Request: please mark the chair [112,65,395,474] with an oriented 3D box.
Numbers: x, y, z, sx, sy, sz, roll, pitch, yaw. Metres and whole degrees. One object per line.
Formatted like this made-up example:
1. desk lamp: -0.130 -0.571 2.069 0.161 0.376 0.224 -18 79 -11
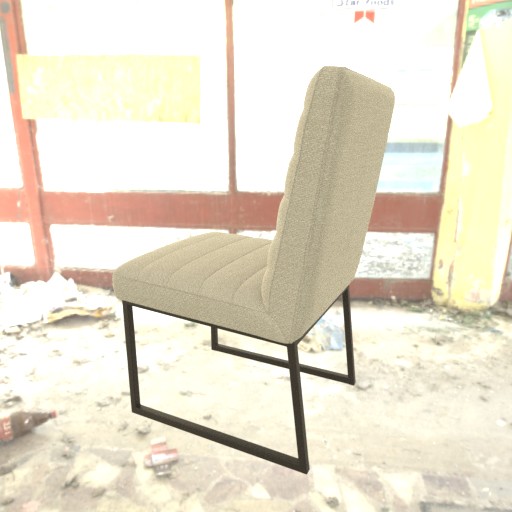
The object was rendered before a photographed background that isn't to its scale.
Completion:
1. chair: 0.000 0.000 1.266 0.634 0.930 0.520 8 17 26
